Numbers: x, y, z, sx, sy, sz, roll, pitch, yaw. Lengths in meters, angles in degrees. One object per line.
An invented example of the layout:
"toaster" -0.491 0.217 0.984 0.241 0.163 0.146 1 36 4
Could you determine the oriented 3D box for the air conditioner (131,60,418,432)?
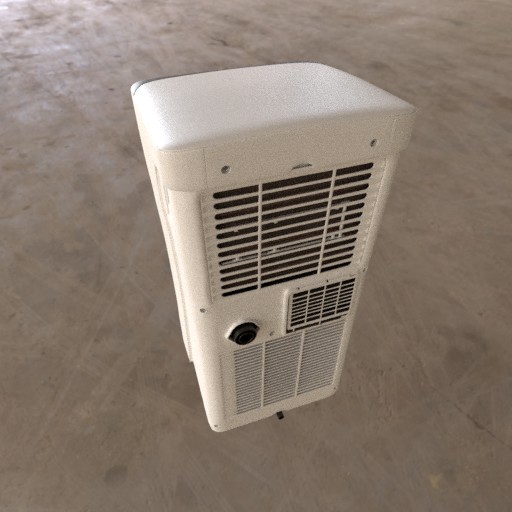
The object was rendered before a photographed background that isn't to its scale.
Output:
"air conditioner" 0.000 0.000 0.891 0.352 0.716 0.369 -13 43 -15
